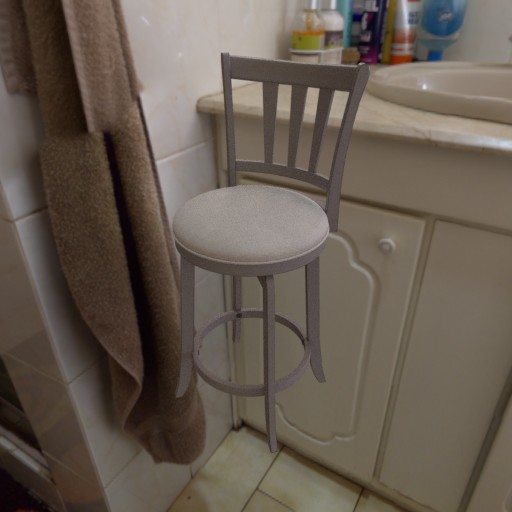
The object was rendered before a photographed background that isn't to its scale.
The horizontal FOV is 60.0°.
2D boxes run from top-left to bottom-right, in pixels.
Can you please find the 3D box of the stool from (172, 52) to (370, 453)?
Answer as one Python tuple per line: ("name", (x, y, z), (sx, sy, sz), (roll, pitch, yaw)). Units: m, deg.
("stool", (0.000, 0.000, 1.278), (0.436, 1.023, 0.475), (19, 35, 28))
